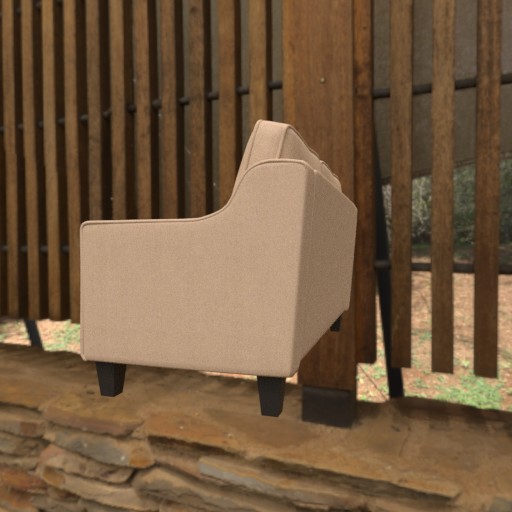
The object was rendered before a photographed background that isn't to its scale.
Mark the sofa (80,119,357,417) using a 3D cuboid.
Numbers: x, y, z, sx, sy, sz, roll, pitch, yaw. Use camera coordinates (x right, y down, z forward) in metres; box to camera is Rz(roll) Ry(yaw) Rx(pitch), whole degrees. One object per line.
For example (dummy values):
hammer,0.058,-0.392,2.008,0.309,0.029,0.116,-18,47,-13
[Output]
sofa,0.000,0.000,3.513,1.351,1.562,2.587,0,1,18
